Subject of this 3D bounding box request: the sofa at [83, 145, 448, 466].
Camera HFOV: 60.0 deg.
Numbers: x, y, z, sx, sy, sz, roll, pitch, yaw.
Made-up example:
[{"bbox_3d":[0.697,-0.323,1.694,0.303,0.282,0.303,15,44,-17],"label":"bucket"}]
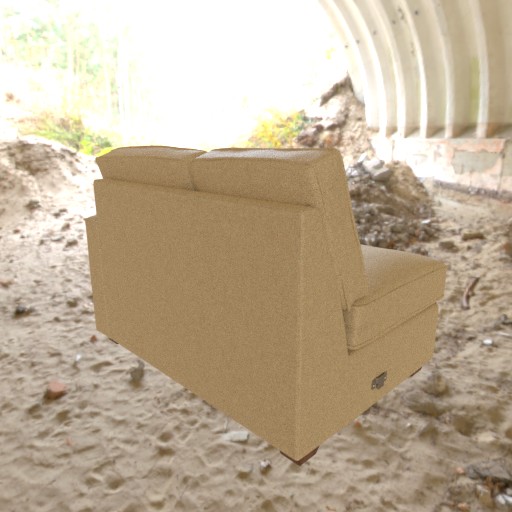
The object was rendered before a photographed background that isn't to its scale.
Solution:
[{"bbox_3d":[0.000,0.000,2.018,0.991,0.989,1.388,-14,21,-43],"label":"sofa"}]
